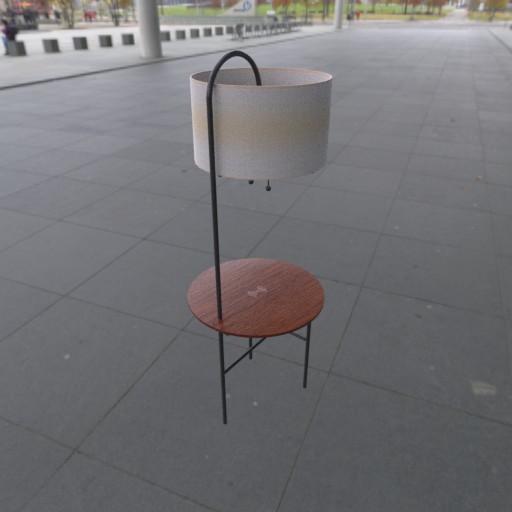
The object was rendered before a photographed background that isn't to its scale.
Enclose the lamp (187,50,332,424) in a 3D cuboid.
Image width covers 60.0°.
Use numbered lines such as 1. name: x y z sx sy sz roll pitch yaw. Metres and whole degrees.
1. lamp: 0.000 0.000 1.783 0.573 1.517 0.573 0 29 0
